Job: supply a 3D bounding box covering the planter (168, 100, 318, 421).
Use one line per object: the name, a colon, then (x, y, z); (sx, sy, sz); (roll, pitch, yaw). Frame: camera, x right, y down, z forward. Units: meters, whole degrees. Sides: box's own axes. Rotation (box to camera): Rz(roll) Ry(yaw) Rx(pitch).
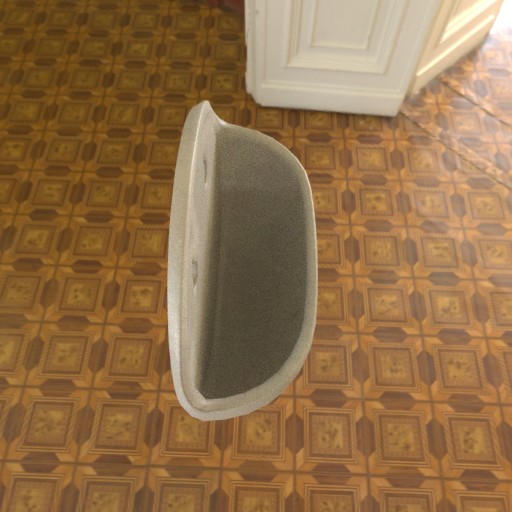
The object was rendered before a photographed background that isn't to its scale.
planter: (0.000, 0.000, 0.269); (0.073, 0.164, 0.190); (1, 63, 1)
